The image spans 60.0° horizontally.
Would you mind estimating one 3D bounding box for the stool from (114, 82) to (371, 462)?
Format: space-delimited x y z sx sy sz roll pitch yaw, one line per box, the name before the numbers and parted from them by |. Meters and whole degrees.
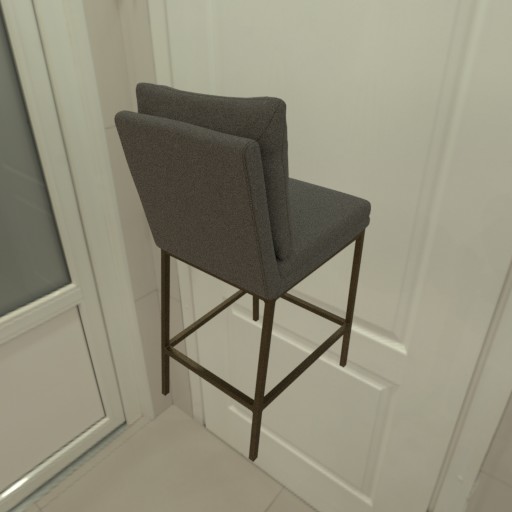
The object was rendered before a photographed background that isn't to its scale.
stool | 0.000 0.000 1.355 0.463 1.030 0.569 23 37 33
